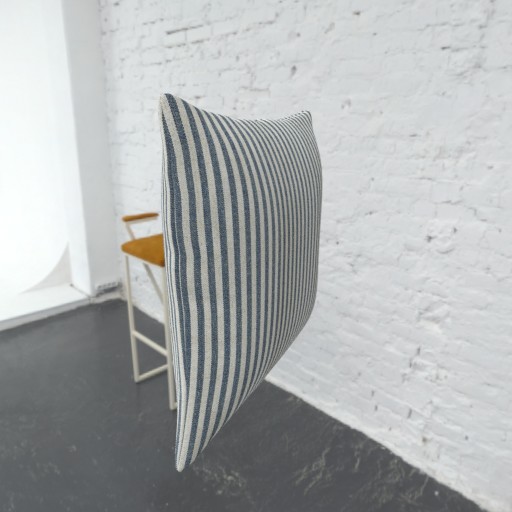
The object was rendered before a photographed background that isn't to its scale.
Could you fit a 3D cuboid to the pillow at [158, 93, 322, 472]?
[{"bbox_3d":[0.000,0.000,0.786,0.166,0.510,0.523,7,18,24],"label":"pillow"}]
